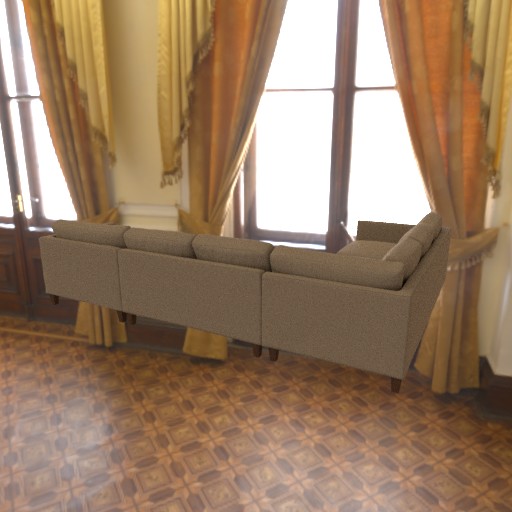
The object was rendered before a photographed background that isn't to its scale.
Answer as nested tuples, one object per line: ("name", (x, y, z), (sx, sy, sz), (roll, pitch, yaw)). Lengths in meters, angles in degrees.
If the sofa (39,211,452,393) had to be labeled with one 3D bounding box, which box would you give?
("sofa", (0.000, 0.000, 4.533), (3.438, 0.865, 2.424), (8, 17, 27))
